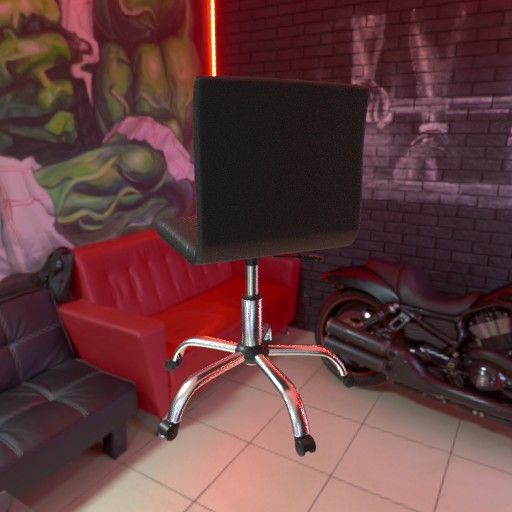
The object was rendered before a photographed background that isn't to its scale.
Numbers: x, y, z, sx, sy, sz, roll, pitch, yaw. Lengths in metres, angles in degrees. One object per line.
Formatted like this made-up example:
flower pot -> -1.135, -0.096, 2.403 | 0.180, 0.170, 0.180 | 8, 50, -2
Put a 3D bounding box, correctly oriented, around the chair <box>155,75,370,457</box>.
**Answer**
chair -> 0.000, 0.000, 1.089 | 0.556, 0.780, 0.530 | -7, 17, -25
